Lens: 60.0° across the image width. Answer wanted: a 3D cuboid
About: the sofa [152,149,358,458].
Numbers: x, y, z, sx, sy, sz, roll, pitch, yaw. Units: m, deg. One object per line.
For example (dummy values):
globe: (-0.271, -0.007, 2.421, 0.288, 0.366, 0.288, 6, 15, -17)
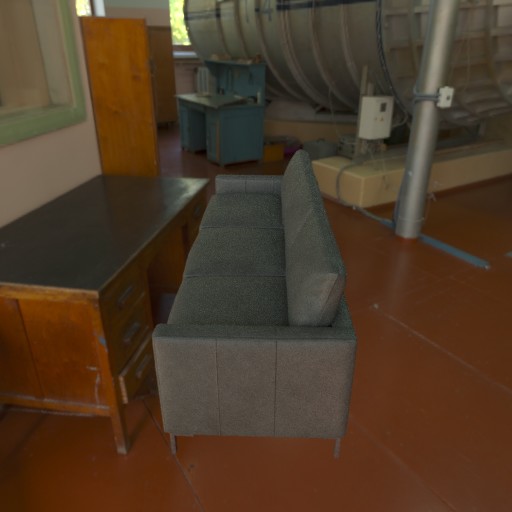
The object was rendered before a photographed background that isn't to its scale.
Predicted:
sofa: (0.000, 0.000, 2.453, 0.748, 0.805, 2.029, 1, 26, 2)
